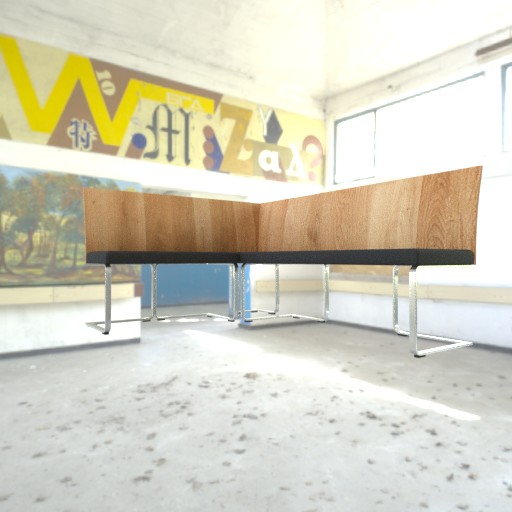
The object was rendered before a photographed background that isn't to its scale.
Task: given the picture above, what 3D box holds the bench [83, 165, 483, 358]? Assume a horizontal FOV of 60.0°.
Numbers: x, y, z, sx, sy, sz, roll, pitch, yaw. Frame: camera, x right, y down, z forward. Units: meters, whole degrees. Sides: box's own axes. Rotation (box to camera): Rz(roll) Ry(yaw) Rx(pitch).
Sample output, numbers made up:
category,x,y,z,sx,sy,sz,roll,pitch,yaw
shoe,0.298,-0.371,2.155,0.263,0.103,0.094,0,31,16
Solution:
category,x,y,z,sx,sy,sz,roll,pitch,yaw
bench,0.000,0.000,2.644,1.495,0.930,1.945,0,0,-36
